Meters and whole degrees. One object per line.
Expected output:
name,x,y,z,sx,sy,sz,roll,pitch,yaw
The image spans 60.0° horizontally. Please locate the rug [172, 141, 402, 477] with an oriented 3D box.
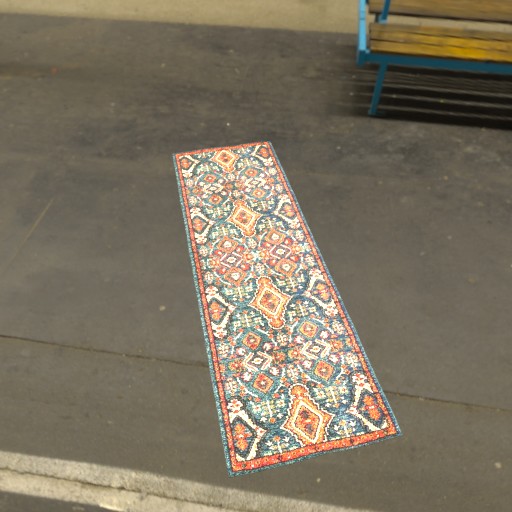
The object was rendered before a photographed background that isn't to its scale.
rug,0.000,0.000,2.749,0.801,0.010,2.459,-10,48,-9
